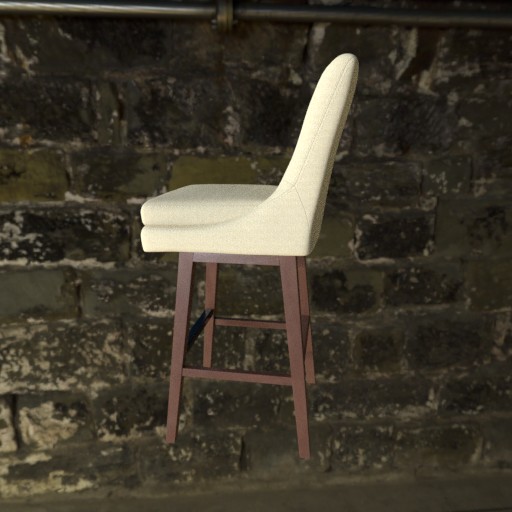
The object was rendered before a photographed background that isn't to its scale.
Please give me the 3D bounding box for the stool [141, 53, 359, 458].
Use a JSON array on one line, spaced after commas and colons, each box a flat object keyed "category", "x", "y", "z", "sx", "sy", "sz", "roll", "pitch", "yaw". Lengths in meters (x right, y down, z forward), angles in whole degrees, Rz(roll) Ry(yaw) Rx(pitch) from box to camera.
[{"category": "stool", "x": 0.000, "y": 0.000, "z": 1.385, "sx": 0.559, "sy": 1.093, "sz": 0.483, "roll": 2, "pitch": 15, "yaw": 9}]
